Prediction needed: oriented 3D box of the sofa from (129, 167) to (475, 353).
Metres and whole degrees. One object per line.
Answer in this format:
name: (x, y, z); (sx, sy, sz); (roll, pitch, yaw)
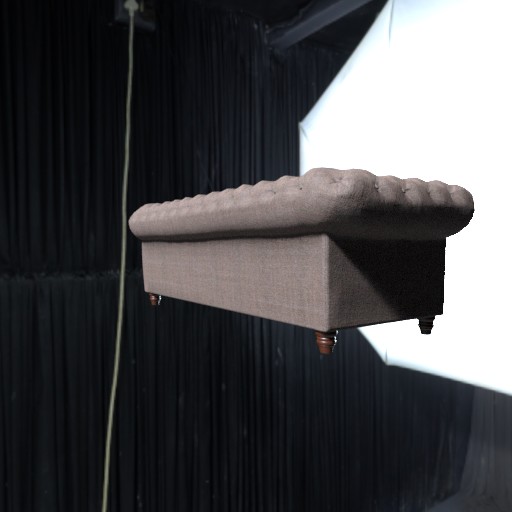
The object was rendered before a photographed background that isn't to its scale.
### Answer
sofa: (0.000, 0.000, 2.823); (0.944, 0.787, 2.385); (-1, 1, -34)
